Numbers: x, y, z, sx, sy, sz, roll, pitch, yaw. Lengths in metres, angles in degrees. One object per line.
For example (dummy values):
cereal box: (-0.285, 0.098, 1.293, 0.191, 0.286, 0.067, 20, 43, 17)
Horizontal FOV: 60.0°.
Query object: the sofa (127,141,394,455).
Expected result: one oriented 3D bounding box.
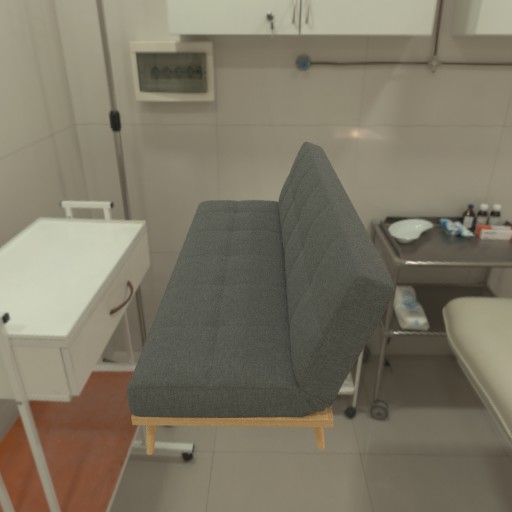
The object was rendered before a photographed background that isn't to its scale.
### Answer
sofa: (0.000, 0.000, 2.192, 0.820, 0.770, 1.820, 0, 26, 1)
